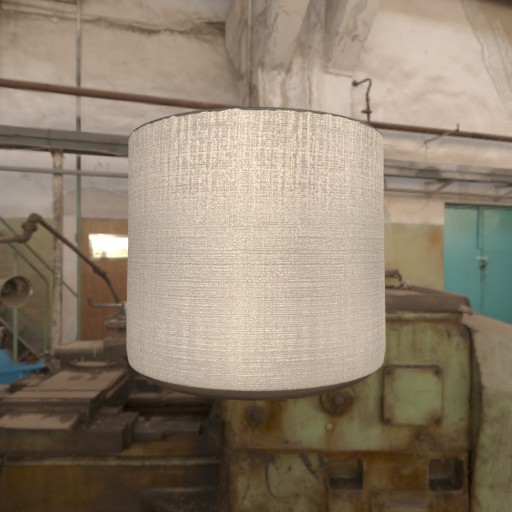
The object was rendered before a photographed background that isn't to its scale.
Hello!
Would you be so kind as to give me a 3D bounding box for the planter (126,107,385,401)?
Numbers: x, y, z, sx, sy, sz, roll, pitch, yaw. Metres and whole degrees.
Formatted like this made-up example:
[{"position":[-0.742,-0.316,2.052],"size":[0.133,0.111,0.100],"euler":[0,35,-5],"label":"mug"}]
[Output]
[{"position":[0.000,0.000,0.223],"size":[0.125,0.112,0.125],"euler":[0,1,0],"label":"planter"}]
